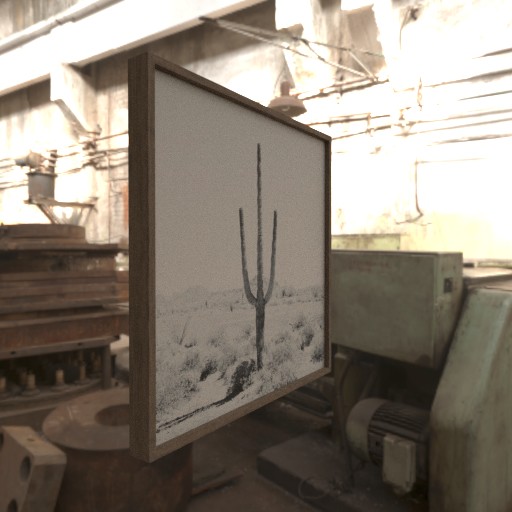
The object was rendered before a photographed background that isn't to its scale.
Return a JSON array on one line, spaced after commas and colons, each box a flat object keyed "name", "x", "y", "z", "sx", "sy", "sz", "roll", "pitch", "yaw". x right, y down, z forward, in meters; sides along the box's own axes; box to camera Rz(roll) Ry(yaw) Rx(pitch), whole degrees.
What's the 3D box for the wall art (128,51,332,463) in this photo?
[{"name": "wall art", "x": 0.000, "y": 0.000, "z": 0.764, "sx": 0.038, "sy": 0.508, "sz": 0.508, "roll": 1, "pitch": 1, "yaw": 36}]
